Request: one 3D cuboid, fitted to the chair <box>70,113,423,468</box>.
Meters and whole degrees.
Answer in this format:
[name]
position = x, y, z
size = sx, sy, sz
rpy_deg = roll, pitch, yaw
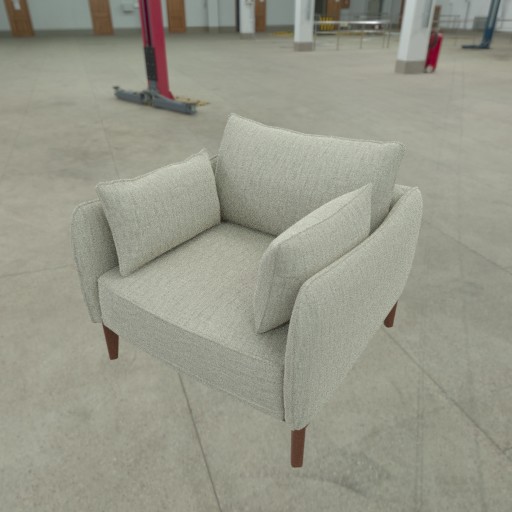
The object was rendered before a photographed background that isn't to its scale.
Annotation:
[chair]
position = 0.000, 0.000, 1.712
size = 0.994, 0.855, 0.991
rpy_deg = 19, 35, 29
